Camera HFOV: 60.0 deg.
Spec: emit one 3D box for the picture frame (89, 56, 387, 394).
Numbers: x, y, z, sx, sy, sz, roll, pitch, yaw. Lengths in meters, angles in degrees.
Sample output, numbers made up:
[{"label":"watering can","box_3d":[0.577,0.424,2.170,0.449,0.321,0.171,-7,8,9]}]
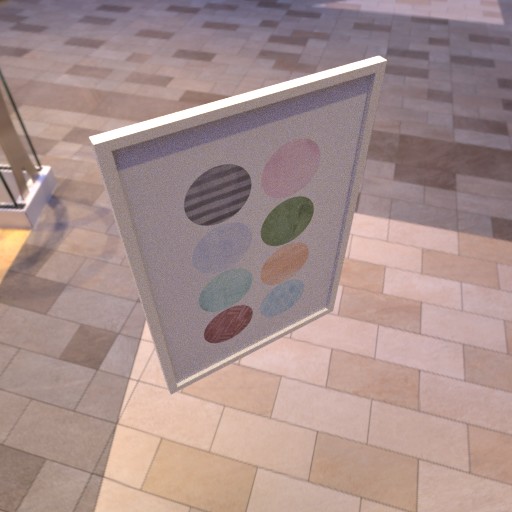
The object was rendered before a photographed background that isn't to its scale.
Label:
[{"label":"picture frame","box_3d":[0.000,0.000,0.564,0.305,0.434,0.013,-23,51,-20]}]
